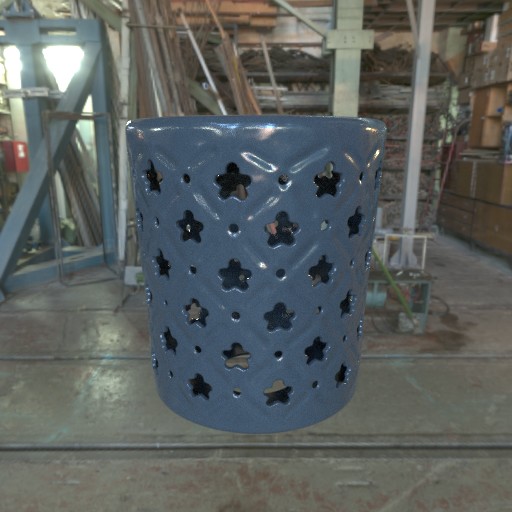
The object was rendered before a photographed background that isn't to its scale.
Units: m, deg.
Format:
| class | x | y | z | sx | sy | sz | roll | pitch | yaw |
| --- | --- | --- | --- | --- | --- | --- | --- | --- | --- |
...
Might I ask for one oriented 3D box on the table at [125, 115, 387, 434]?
| class | x | y | z | sx | sy | sz | roll | pitch | yaw |
| --- | --- | --- | --- | --- | --- | --- | --- | --- | --- |
| table | 0.000 | 0.000 | 0.660 | 0.352 | 0.387 | 0.352 | 0 | 14 | 0 |
